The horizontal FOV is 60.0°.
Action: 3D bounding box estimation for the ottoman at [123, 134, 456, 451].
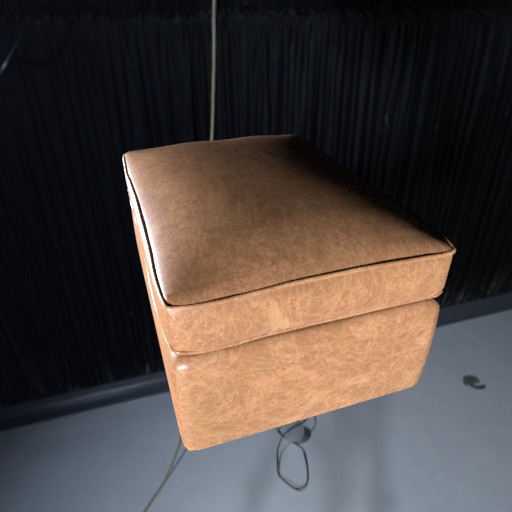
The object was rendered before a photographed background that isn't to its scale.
[{"bbox_3d":[0.000,0.000,1.118,0.554,0.468,0.756,-10,33,-16],"label":"ottoman"}]
